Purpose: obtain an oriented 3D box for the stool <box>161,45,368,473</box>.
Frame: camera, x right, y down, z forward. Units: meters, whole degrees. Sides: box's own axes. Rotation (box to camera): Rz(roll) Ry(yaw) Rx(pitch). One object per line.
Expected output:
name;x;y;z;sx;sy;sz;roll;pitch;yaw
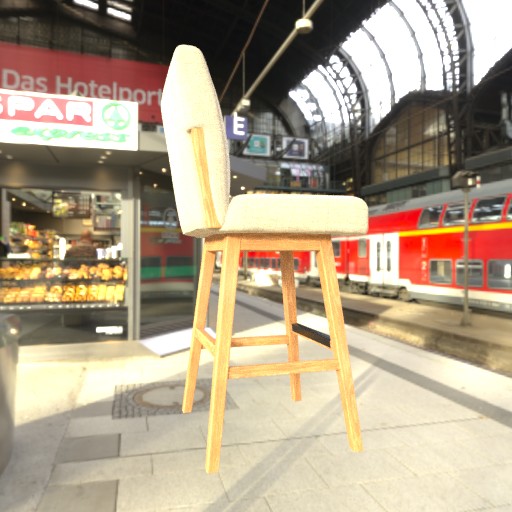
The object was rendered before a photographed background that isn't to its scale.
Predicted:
stool;0.000;0.000;1.413;0.569;1.106;0.483;0;0;-17
